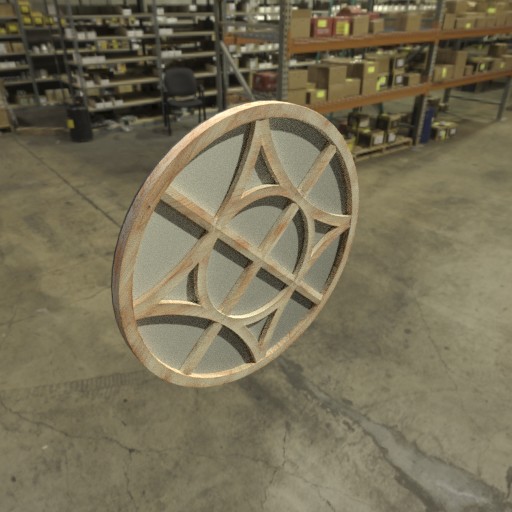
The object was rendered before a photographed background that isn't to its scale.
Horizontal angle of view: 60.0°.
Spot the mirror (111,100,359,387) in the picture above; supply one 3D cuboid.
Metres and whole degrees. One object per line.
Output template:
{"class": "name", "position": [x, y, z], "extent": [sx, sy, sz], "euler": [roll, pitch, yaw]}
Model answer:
{"class": "mirror", "position": [0.000, 0.000, 1.067], "extent": [0.710, 0.710, 0.038], "euler": [-23, 37, -33]}
